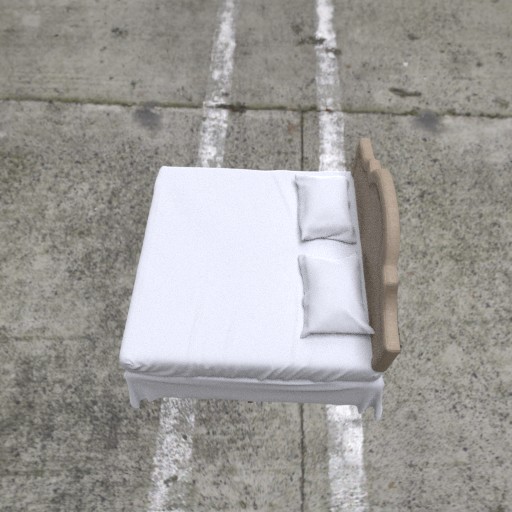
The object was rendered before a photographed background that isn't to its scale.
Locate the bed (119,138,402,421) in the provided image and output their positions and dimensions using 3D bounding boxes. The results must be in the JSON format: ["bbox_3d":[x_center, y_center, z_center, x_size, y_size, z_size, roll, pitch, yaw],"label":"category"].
[{"bbox_3d":[0.000,0.000,3.741,2.222,1.631,2.303,2,57,1],"label":"bed"}]
